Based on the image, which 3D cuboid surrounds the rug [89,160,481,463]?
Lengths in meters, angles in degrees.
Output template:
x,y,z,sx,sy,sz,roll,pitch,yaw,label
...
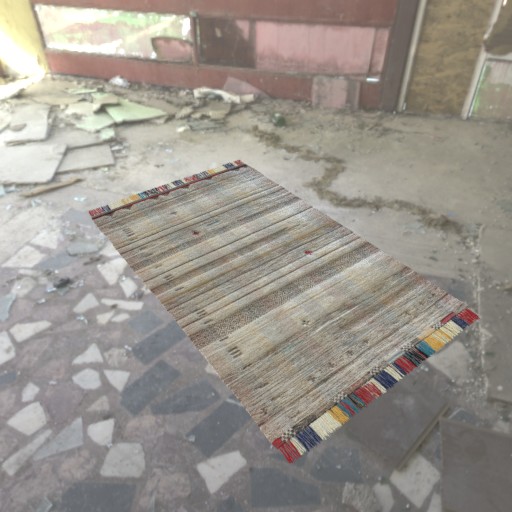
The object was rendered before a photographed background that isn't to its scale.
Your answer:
x,y,z,sx,sy,sz,roll,pitch,yaw,label
0.000,0.000,2.987,1.465,0.012,2.465,-25,45,-28,rug
